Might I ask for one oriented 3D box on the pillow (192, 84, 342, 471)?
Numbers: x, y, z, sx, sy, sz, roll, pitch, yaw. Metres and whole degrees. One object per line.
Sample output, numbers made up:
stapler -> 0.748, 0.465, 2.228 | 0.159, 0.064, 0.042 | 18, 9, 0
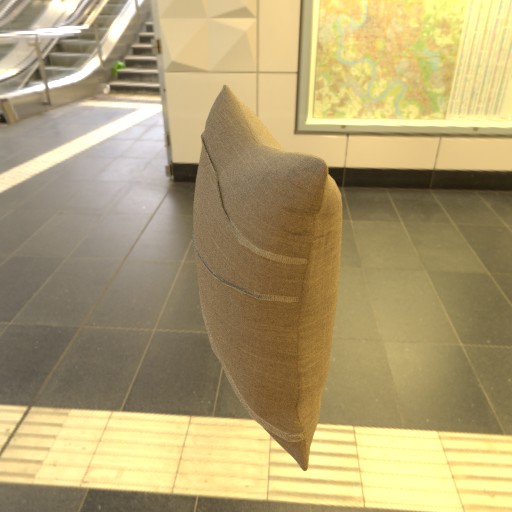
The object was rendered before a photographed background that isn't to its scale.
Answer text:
pillow -> 0.000, 0.000, 0.630 | 0.169, 0.400, 0.424 | -8, 31, -13
